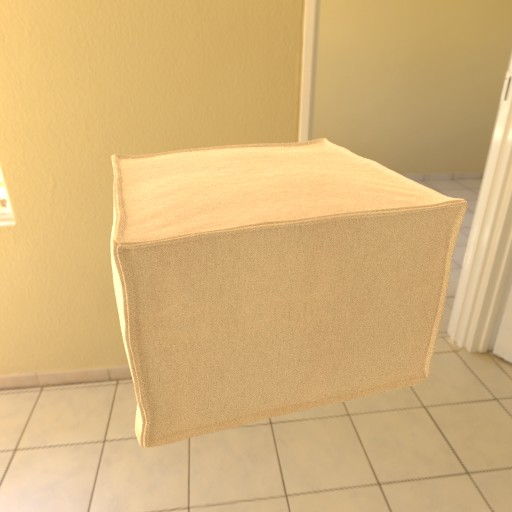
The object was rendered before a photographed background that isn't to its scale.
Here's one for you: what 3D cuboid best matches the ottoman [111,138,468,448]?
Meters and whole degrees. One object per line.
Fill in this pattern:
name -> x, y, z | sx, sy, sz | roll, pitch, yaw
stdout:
ottoman -> 0.000, 0.000, 1.150 | 0.707, 0.470, 0.696 | -8, 27, -15
